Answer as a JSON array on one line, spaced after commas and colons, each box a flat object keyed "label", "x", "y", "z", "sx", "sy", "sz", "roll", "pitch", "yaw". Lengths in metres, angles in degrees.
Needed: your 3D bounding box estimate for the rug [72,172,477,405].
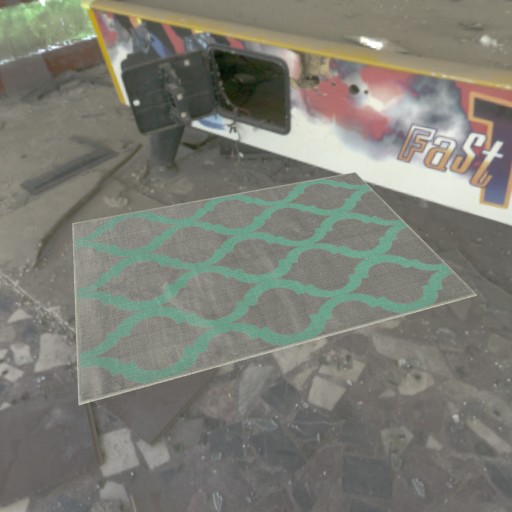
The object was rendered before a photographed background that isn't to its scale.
[{"label": "rug", "x": 0.000, "y": 0.000, "z": 2.929, "sx": 2.286, "sy": 0.006, "sz": 1.524, "roll": -12, "pitch": 42, "yaw": -14}]
